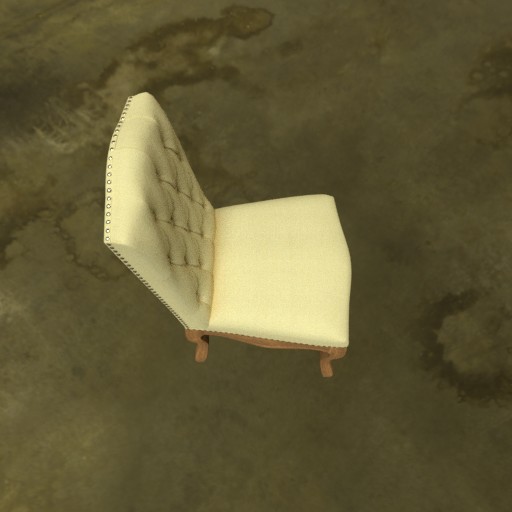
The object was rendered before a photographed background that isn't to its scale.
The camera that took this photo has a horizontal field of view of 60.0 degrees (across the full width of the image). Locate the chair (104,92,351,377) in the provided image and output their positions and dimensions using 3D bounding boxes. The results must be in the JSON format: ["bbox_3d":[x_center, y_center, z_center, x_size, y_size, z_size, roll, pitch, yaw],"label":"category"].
[{"bbox_3d":[0.000,0.000,1.580,0.715,1.165,0.623,0,63,0],"label":"chair"}]
